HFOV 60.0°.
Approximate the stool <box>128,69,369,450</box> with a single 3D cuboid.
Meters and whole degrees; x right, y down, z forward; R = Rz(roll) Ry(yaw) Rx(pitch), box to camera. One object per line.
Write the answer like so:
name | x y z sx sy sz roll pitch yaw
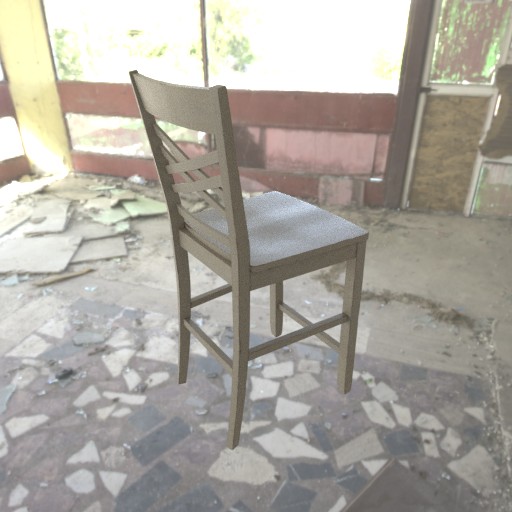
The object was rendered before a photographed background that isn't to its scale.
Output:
stool | 0.000 0.000 1.393 0.539 1.079 0.462 -18 32 -31
